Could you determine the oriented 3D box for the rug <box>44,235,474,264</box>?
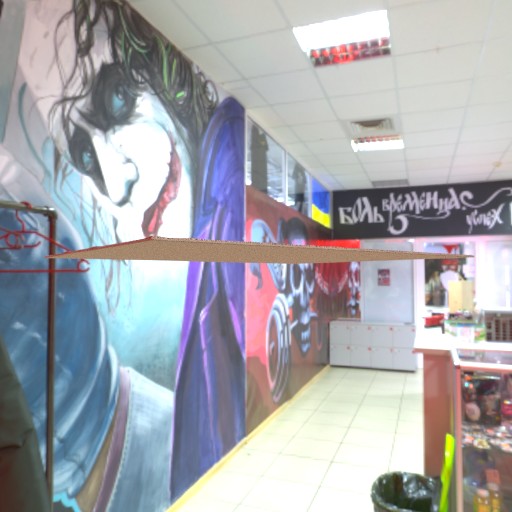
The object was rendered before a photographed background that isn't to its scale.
[{"bbox_3d":[0.000,0.000,4.009,3.052,0.030,2.429,2,-3,-36],"label":"rug"}]
